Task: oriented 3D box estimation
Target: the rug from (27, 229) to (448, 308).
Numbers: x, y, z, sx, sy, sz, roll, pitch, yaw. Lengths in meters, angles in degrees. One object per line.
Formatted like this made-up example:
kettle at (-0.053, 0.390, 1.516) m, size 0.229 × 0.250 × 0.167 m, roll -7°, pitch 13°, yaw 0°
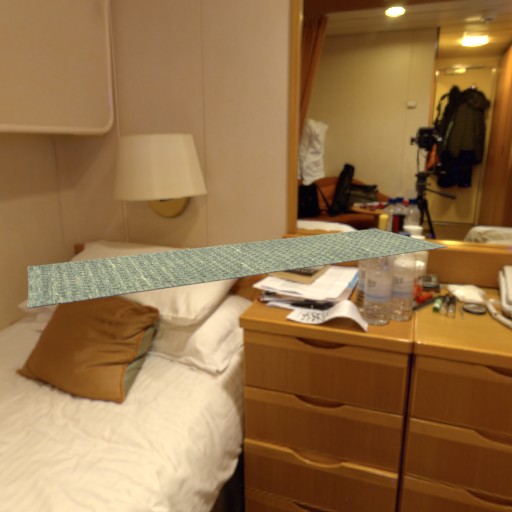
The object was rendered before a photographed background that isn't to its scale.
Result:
rug at (0.000, 0.000, 2.649) m, size 2.443 × 0.008 × 0.688 m, roll -7°, pitch 16°, yaw -25°
